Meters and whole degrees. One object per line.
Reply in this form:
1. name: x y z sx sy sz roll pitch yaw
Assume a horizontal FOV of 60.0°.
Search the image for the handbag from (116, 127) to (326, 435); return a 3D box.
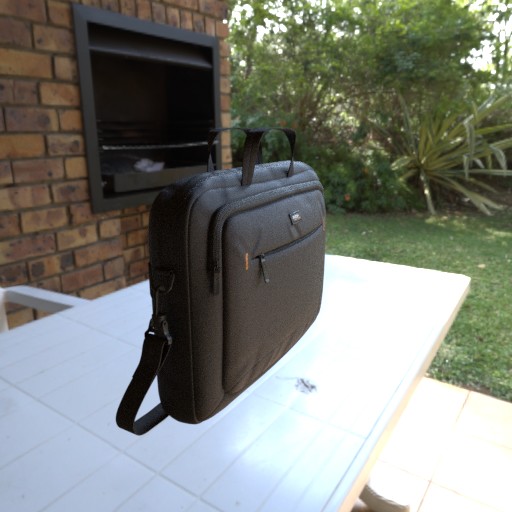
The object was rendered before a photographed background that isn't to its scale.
1. handbag: 0.000 0.000 0.438 0.089 0.244 0.320 9 18 28
